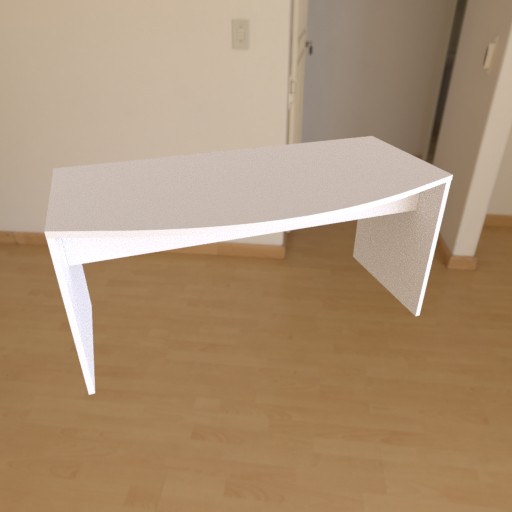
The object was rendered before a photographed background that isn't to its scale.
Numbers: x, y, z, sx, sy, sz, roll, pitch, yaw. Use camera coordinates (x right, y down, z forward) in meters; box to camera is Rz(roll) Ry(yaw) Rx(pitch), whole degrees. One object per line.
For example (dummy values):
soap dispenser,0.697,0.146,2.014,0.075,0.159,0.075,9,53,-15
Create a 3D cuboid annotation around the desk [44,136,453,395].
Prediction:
desk,0.000,0.000,2.029,1.600,0.750,0.802,-10,32,-16
